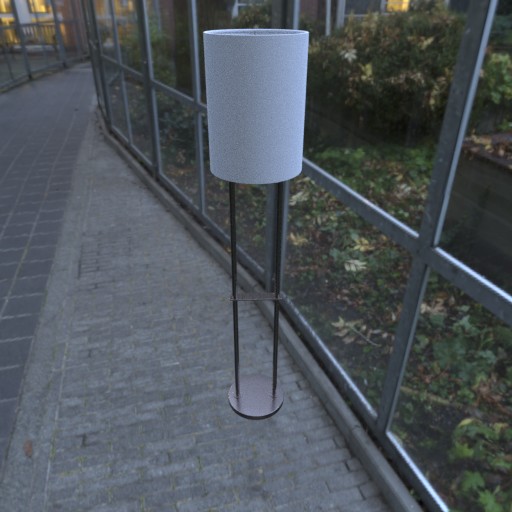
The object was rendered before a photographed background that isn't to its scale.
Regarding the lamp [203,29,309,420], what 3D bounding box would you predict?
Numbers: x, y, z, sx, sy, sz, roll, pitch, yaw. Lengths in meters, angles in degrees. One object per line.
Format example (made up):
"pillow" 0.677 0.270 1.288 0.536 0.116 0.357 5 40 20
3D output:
"lamp" 0.000 0.000 1.659 0.306 1.500 0.305 -1 30 -1
